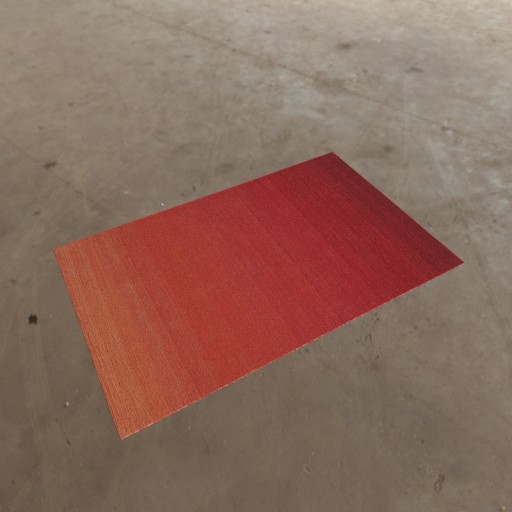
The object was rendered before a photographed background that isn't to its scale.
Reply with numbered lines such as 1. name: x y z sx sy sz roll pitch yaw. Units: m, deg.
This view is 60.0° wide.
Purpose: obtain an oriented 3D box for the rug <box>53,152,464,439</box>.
1. rug: 0.000 0.000 3.098 2.442 0.010 1.531 -23 51 -20
